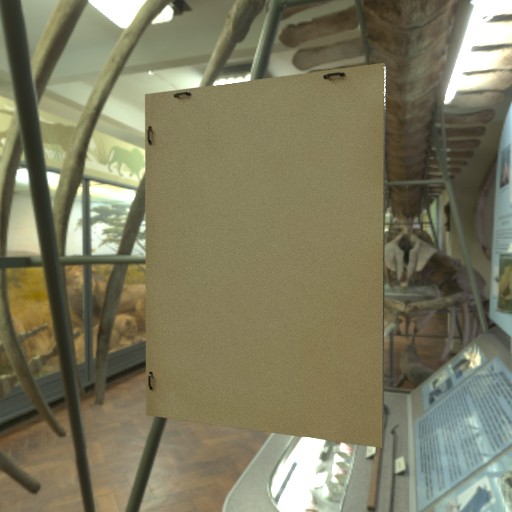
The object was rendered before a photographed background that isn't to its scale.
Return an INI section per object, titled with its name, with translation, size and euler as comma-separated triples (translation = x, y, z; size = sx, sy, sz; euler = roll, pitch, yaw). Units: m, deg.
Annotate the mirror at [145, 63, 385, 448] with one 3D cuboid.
[mirror]
translation = 0.000, 0.000, 0.912
size = 0.507, 0.710, 0.039
euler = 0, 1, 19
